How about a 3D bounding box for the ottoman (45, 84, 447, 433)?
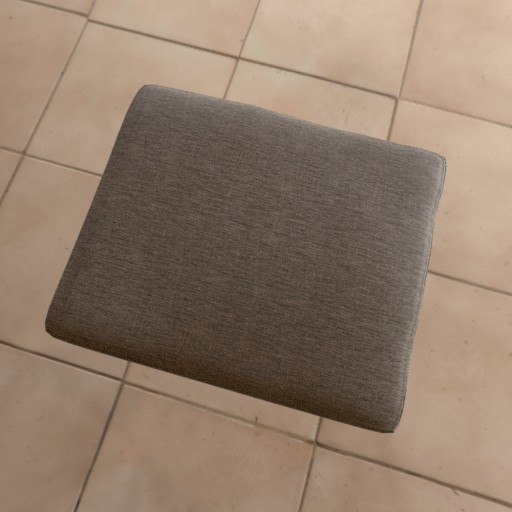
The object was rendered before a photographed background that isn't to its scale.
[{"bbox_3d":[0.000,0.000,1.448,0.994,0.492,0.839,15,75,4],"label":"ottoman"}]
